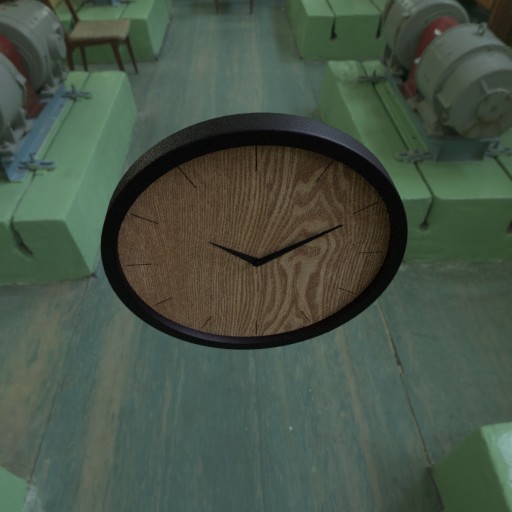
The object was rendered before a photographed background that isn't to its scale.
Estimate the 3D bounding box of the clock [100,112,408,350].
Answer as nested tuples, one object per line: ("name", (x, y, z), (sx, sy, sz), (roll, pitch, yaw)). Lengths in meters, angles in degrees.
("clock", (0.000, 0.000, 0.473), (0.314, 0.314, 0.029), (-3, 45, -3))
